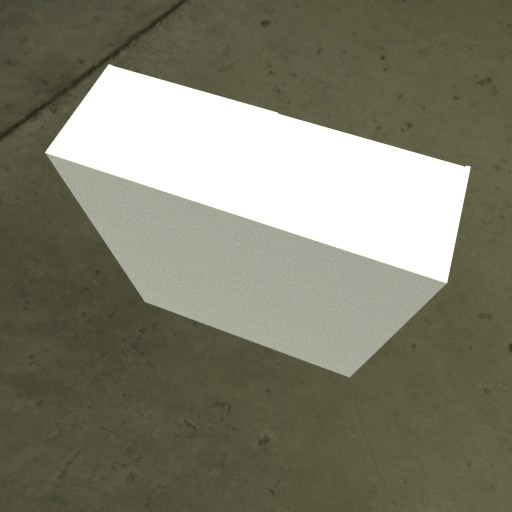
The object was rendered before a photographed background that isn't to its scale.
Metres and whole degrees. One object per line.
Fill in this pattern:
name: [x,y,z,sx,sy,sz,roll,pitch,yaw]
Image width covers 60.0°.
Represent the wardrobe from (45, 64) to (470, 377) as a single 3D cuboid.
wardrobe: [0.000,0.000,2.916,1.830,2.020,0.600,19,66,9]
